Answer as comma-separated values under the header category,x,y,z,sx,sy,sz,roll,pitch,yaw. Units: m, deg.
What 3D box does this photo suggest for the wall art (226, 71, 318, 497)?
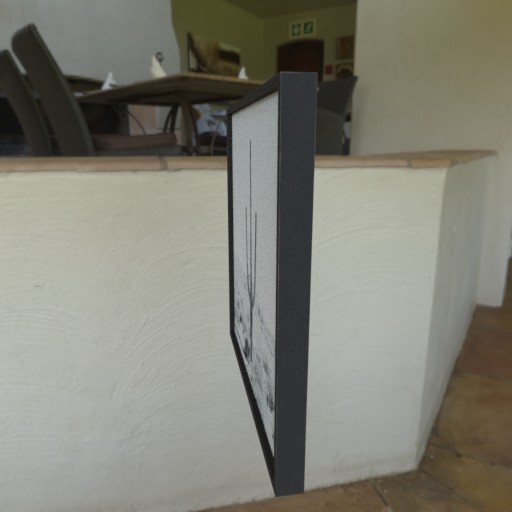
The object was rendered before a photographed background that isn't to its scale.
category,x,y,z,sx,sy,sz,roll,pitch,yaw
wall art,0.000,0.000,0.750,0.038,0.508,0.508,-2,14,-10
